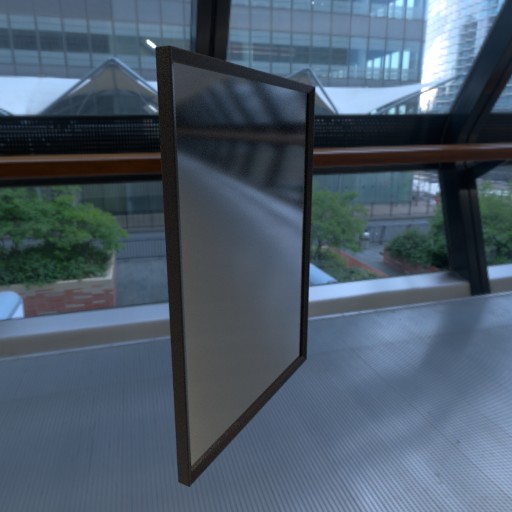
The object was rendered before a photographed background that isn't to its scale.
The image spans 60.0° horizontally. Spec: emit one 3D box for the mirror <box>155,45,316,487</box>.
[{"bbox_3d":[0.000,0.000,1.312,0.041,1.016,0.762,8,17,28],"label":"mirror"}]
